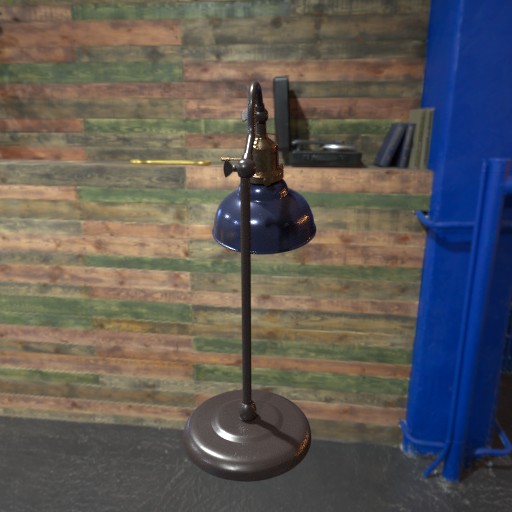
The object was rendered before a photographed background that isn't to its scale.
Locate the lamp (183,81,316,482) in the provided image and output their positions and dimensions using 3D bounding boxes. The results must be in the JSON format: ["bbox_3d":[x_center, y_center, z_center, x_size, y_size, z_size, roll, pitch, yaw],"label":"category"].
[{"bbox_3d":[0.000,0.000,0.689,0.192,0.508,0.374,2,16,8],"label":"lamp"}]
